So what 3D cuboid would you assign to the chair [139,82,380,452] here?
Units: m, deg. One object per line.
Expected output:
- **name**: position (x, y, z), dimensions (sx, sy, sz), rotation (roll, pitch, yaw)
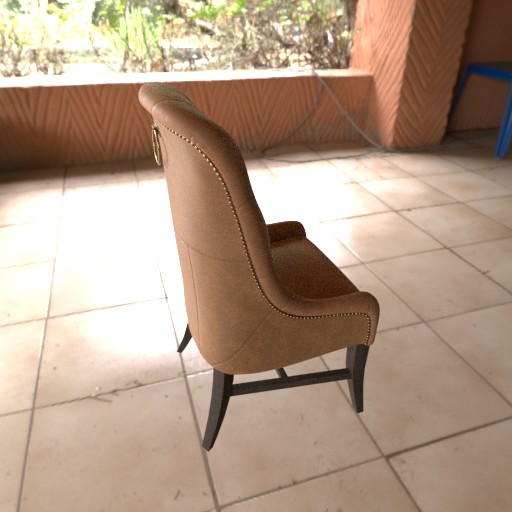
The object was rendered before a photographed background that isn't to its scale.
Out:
- **chair**: position (0.000, 0.000, 1.474), dimensions (0.629, 1.091, 0.634), rotation (-9, 31, -16)
